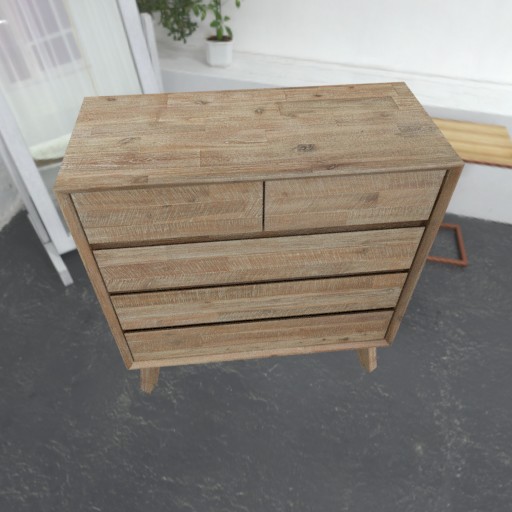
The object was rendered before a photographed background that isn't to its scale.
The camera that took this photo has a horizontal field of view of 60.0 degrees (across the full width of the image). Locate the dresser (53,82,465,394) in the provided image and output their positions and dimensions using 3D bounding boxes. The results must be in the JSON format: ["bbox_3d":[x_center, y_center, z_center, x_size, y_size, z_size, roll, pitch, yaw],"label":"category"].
[{"bbox_3d":[0.000,0.000,1.593,0.998,1.029,0.455,-4,47,-4],"label":"dresser"}]
